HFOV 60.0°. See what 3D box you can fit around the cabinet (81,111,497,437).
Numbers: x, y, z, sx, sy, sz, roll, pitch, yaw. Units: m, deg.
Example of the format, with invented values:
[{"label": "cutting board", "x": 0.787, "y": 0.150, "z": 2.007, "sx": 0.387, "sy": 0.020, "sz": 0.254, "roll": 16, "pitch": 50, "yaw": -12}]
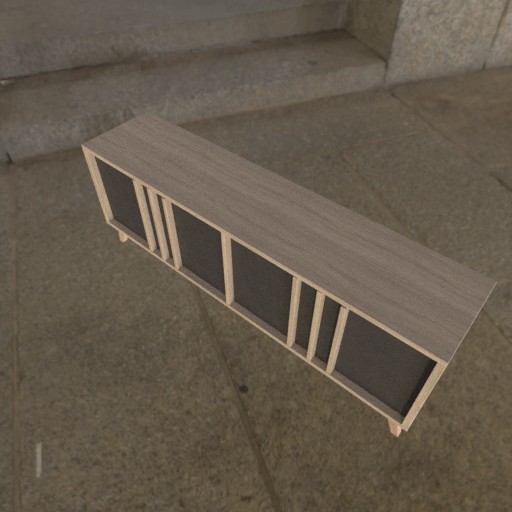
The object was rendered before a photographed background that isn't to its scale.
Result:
[{"label": "cabinet", "x": 0.000, "y": 0.000, "z": 2.474, "sx": 2.198, "sy": 0.779, "sz": 0.499, "roll": 31, "pitch": 54, "yaw": 26}]
